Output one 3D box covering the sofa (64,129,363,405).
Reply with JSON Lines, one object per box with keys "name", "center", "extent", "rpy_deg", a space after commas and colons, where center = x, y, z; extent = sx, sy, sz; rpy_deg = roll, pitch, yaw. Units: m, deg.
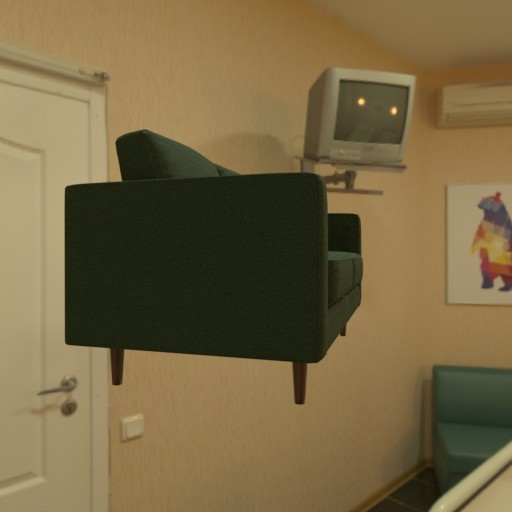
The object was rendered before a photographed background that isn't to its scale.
{"name": "sofa", "center": [0.000, 0.000, 2.009], "extent": [0.879, 0.899, 1.430], "rpy_deg": [0, 0, 17]}
